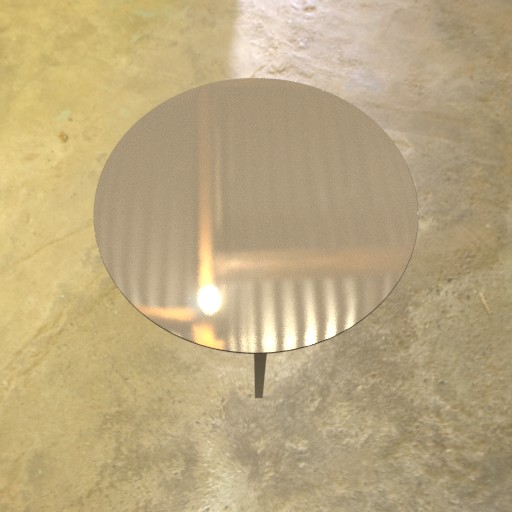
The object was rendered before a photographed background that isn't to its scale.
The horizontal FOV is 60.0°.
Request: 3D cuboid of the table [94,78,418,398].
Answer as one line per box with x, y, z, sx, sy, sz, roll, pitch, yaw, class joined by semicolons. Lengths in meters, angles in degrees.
0.000;0.000;0.887;0.499;0.443;0.499;0;64;0;table
